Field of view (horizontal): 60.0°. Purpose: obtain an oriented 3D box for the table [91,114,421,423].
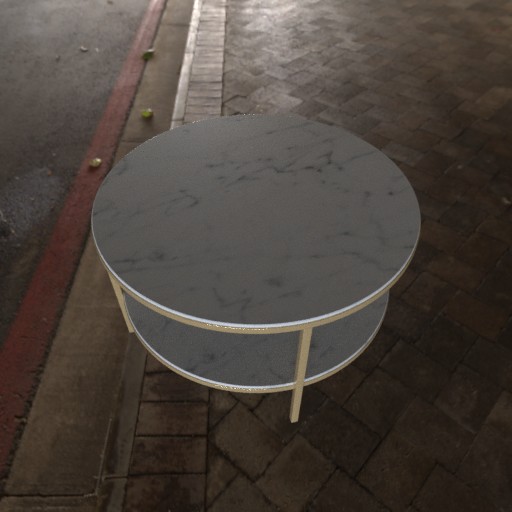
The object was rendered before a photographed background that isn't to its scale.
[{"bbox_3d":[0.000,0.000,1.267,0.800,0.450,0.800,0,46,0],"label":"table"}]
